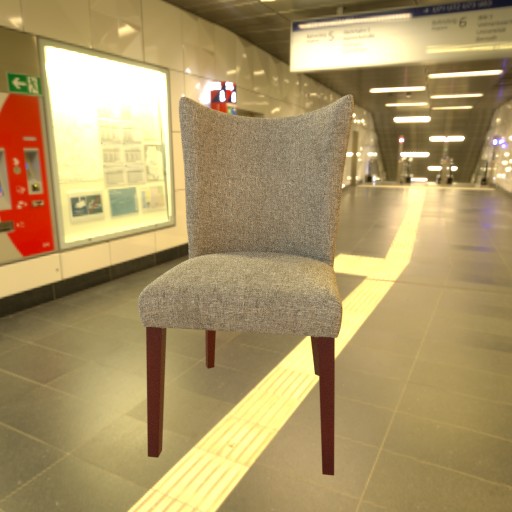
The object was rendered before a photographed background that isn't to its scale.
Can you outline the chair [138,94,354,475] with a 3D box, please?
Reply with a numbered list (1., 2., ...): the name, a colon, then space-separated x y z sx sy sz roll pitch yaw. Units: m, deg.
1. chair: 0.000 0.000 1.286 0.535 0.924 0.623 2 13 8
